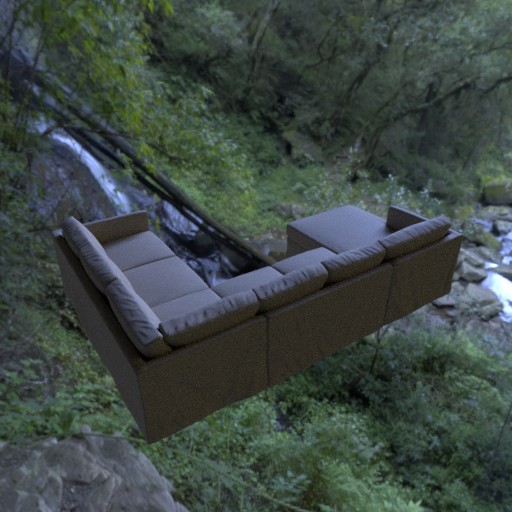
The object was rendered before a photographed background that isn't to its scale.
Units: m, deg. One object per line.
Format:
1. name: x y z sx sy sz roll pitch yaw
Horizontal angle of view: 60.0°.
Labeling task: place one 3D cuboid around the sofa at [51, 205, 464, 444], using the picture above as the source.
1. sofa: 0.000 0.000 4.632 3.528 0.878 2.476 -19 35 -29
